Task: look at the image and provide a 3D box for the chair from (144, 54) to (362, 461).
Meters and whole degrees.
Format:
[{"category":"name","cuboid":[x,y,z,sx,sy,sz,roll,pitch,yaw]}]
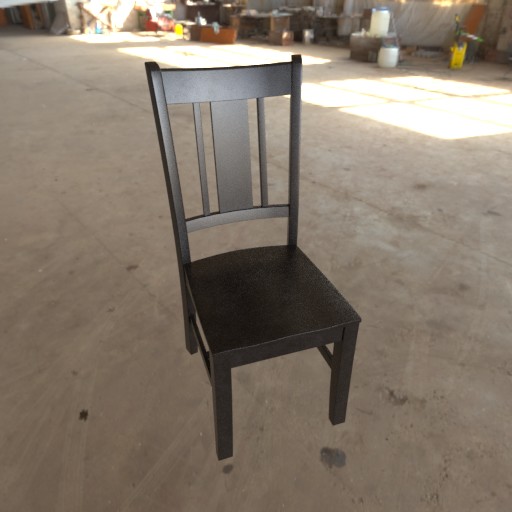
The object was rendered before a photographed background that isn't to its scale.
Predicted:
[{"category":"chair","cuboid":[0.000,0.000,1.290,0.450,0.998,0.555,-10,33,-16]}]
